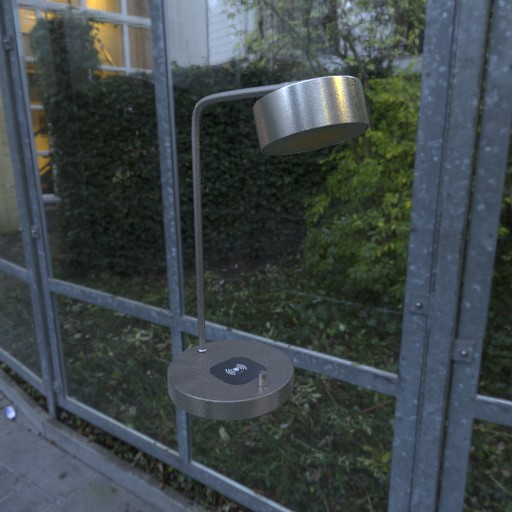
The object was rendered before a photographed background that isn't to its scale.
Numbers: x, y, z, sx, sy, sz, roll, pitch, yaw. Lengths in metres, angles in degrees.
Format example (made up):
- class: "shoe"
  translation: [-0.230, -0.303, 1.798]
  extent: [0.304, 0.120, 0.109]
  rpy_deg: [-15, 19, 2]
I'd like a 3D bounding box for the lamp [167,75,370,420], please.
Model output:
- class: "lamp"
  translation: [0.000, 0.000, 0.653]
  extent: [0.211, 0.469, 0.334]
  rpy_deg: [-13, 19, -42]
